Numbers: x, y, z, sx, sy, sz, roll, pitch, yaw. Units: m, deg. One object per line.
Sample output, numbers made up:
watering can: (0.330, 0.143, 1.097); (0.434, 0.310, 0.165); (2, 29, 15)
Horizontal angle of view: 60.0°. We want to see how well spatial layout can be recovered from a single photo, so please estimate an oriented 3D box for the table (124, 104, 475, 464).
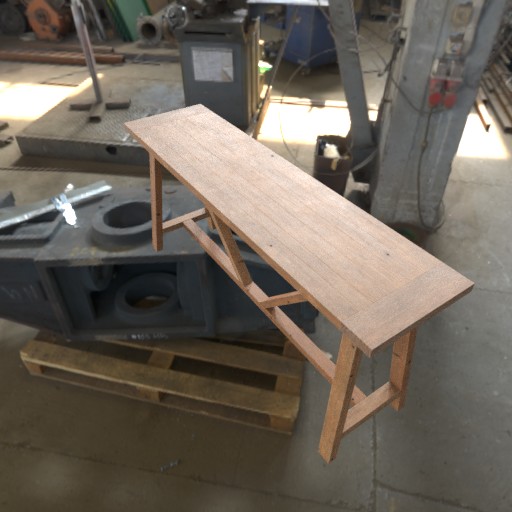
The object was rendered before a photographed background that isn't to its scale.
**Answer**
table: (0.000, 0.000, 2.146); (0.465, 0.810, 1.800); (-24, 46, -26)
